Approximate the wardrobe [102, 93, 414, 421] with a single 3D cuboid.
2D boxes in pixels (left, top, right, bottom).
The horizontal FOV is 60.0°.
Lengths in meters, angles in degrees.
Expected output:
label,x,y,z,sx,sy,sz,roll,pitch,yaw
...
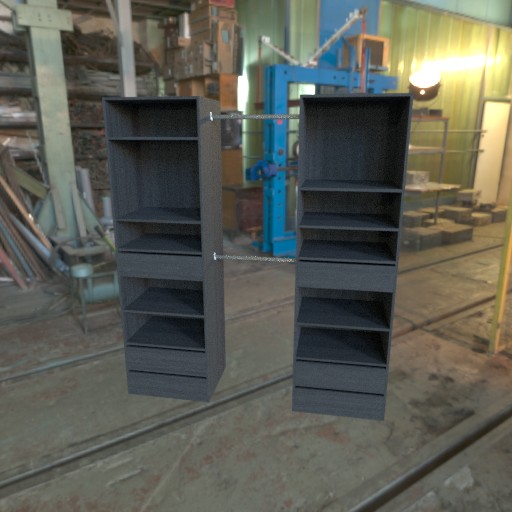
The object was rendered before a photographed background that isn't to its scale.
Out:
label,x,y,z,sx,sy,sz,roll,pitch,yaw
wardrobe,0.000,0.000,2.977,1.770,2.000,0.480,3,16,10
